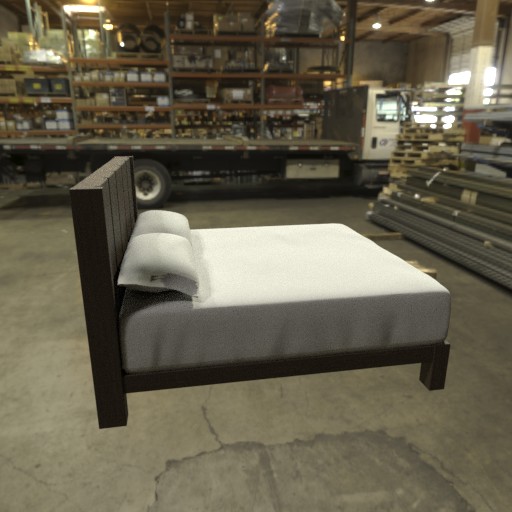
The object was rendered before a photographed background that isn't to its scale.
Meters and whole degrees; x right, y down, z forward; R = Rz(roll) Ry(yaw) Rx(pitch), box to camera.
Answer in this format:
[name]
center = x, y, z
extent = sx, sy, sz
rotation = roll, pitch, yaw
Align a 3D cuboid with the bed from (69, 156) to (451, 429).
[bed]
center = 0.000, 0.000, 3.124
extent = 1.992, 1.261, 1.735
rotation = -3, 18, -10
